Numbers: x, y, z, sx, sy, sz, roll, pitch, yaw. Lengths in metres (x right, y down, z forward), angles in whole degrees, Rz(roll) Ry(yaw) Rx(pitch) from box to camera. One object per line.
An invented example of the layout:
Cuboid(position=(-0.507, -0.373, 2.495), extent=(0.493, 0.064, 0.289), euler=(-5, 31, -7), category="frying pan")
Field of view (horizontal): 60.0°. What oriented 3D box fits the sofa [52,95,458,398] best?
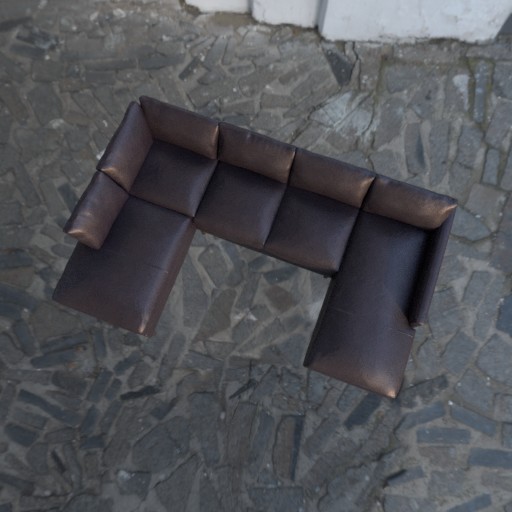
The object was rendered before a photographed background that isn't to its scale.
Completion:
Cuboid(position=(0.000, 0.000, 3.841), extent=(2.956, 0.900, 1.939), euler=(20, 76, 5), category="sofa")
